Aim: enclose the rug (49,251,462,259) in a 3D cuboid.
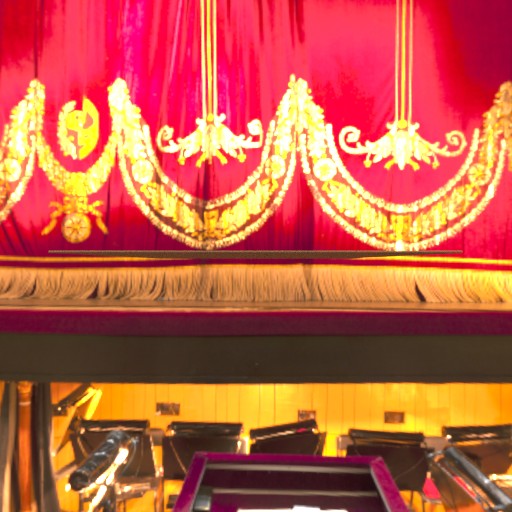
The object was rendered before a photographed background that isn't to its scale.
[{"bbox_3d":[0.000,0.000,4.104,2.441,0.016,3.095,0,-1,0],"label":"rug"}]
